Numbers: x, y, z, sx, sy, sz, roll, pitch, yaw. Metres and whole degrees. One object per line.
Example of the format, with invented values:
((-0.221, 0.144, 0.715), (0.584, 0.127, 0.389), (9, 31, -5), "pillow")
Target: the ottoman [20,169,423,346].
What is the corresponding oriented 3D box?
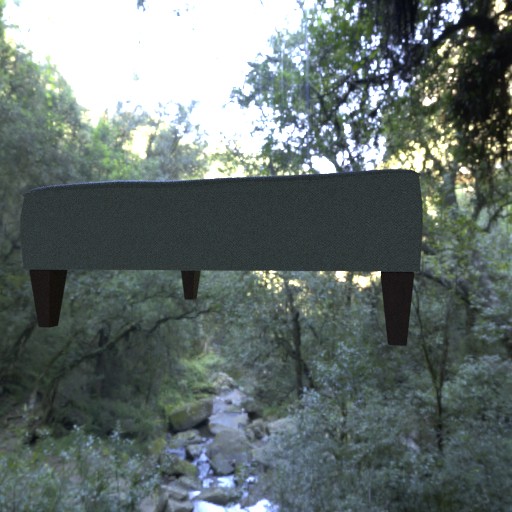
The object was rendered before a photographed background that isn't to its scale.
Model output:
((0.000, 0.000, 1.470), (0.968, 0.379, 1.004), (0, -1, 16), "ottoman")
